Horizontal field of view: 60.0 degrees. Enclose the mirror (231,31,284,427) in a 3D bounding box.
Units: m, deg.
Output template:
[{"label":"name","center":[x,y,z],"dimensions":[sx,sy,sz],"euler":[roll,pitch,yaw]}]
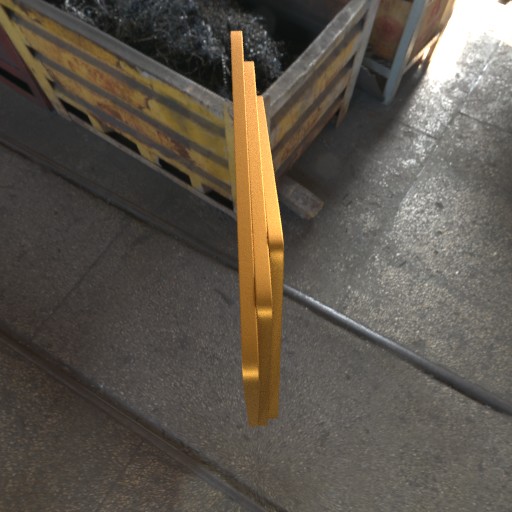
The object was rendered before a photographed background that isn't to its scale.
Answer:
[{"label":"mirror","center":[0.000,0.000,0.689],"dimensions":[0.045,0.468,0.470],"euler":[-2,64,-1]}]
